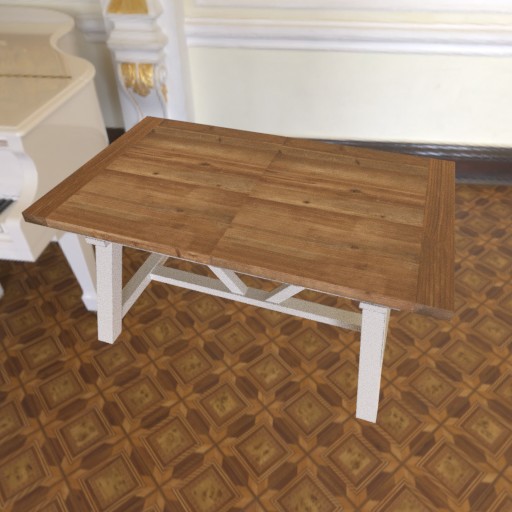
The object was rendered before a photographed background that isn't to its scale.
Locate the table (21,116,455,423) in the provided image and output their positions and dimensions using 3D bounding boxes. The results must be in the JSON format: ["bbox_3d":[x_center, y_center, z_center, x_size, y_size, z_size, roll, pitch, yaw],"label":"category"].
[{"bbox_3d":[0.000,0.000,2.011,1.503,0.743,0.922,13,42,14],"label":"table"}]
